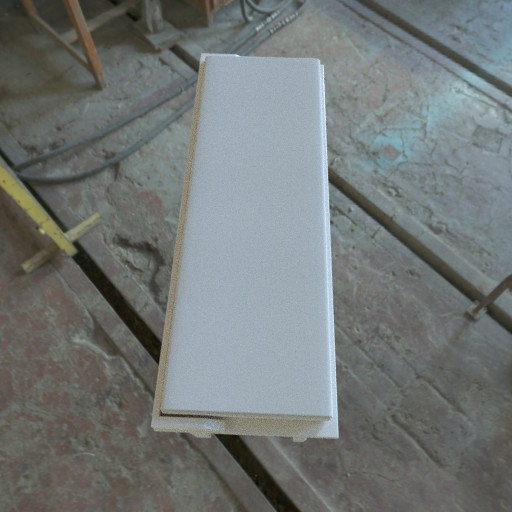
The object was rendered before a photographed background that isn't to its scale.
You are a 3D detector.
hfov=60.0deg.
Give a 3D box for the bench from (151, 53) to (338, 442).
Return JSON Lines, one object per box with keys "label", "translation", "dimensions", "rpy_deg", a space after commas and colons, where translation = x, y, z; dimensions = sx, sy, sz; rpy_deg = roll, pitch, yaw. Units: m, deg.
{"label": "bench", "translation": [0.000, 0.000, 1.268], "dimensions": [0.346, 0.589, 0.987], "rpy_deg": [2, 64, 1]}
